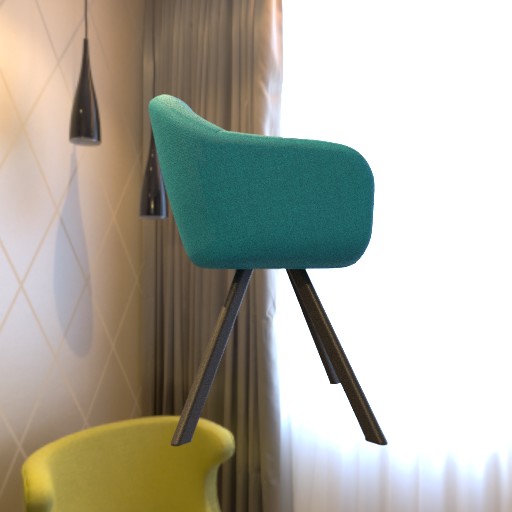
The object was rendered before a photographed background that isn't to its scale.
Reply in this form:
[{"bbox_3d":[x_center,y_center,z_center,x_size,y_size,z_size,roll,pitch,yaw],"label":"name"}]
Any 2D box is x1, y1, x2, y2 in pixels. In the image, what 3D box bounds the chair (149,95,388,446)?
[{"bbox_3d":[0.000,0.000,1.171,0.550,0.795,0.590,0,-1,-1],"label":"chair"}]
